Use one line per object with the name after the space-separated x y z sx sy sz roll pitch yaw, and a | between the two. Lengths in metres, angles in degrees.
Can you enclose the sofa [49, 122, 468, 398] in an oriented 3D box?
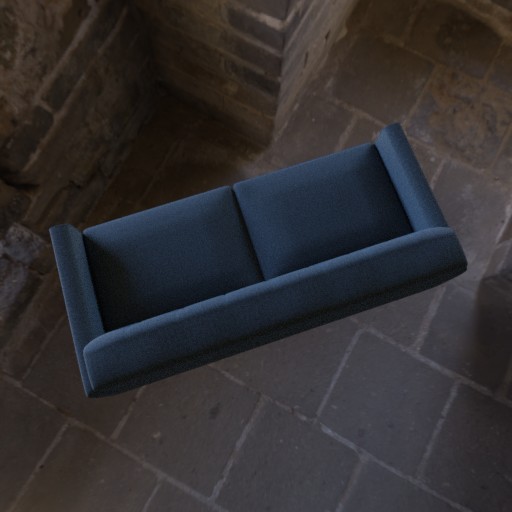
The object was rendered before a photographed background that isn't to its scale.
0.000 0.000 2.501 2.055 0.884 0.942 -18 76 -5 | sofa
